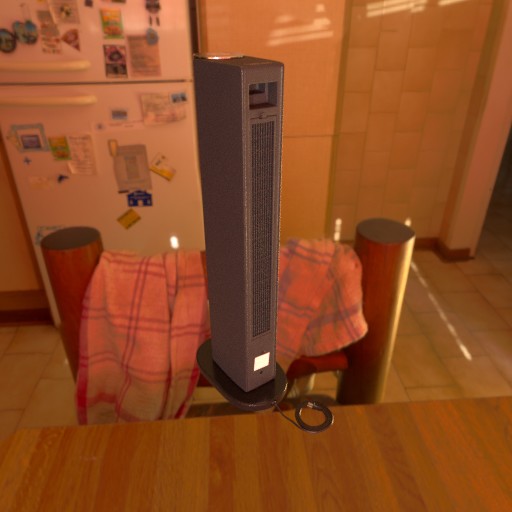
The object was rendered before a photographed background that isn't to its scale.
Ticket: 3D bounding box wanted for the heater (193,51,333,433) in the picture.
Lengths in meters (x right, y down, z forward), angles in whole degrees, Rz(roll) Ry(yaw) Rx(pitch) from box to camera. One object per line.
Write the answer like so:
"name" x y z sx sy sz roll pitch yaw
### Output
"heater" 0.000 0.000 1.051 0.214 0.856 0.458 -19 35 -29
